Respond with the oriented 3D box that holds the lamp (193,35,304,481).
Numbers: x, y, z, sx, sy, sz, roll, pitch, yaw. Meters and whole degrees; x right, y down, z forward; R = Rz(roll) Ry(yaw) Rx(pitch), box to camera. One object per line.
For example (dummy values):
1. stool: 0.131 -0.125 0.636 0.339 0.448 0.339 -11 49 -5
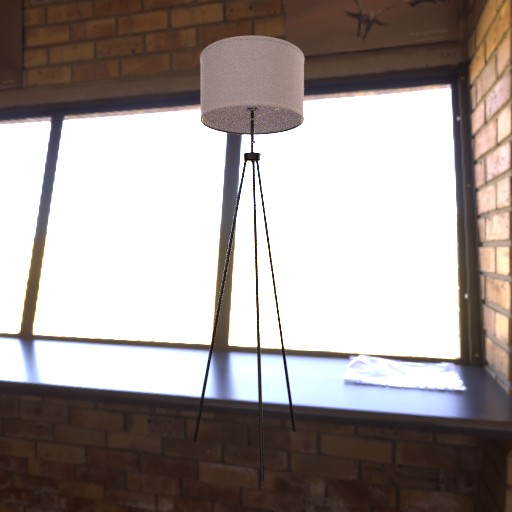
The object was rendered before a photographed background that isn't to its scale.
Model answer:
1. lamp: 0.000 0.000 1.742 0.448 1.545 0.458 0 1 -17
